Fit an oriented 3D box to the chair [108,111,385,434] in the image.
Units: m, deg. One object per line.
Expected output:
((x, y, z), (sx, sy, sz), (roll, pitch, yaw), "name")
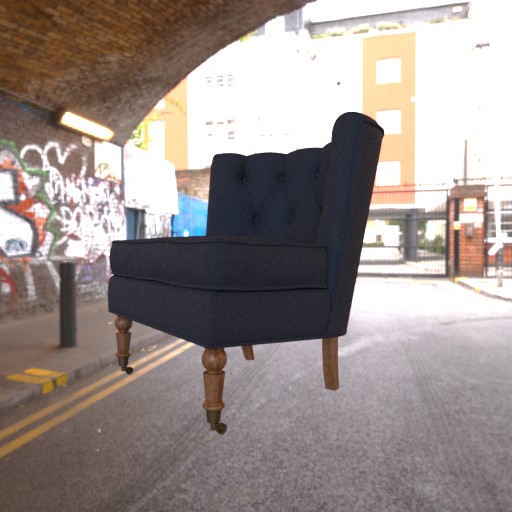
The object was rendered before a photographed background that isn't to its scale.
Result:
((0.000, 0.000, 1.381), (0.718, 0.771, 0.740), (-1, 2, -36), "chair")
